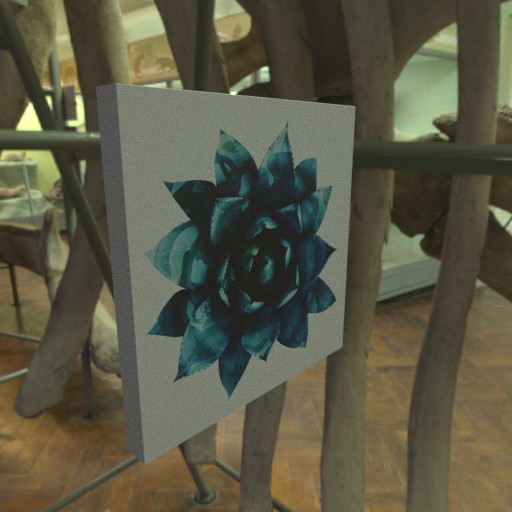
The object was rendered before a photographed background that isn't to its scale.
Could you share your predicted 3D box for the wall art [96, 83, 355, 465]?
[{"bbox_3d":[0.000,0.000,0.606,0.038,0.406,0.406,14,20,42],"label":"wall art"}]
